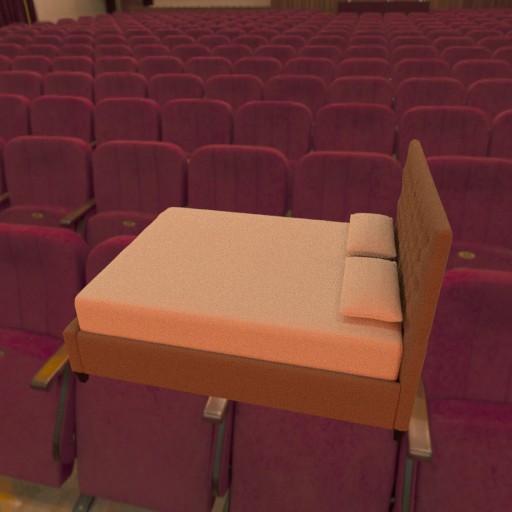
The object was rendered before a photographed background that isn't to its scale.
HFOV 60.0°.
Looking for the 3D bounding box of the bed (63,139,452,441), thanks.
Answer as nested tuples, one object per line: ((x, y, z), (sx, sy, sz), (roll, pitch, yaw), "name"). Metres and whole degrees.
((0.000, 0.000, 3.254), (2.233, 1.426, 1.696), (6, 29, 11), "bed")
